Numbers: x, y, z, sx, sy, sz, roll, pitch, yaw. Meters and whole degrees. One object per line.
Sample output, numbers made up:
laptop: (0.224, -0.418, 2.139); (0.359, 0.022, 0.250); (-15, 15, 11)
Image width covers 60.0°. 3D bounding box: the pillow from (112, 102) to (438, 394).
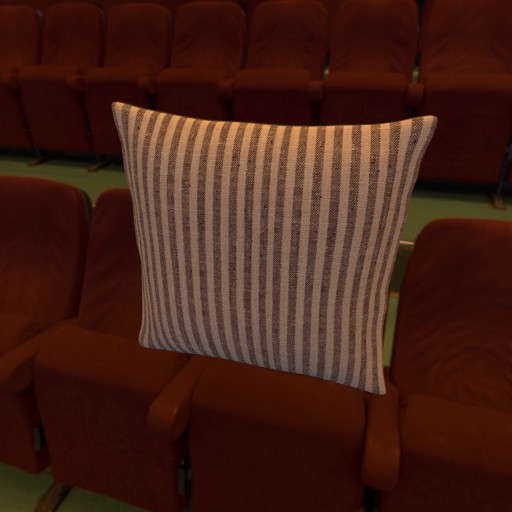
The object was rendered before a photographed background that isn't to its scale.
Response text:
pillow: (0.000, 0.000, 0.790); (0.523, 0.506, 0.166); (8, 28, 15)
